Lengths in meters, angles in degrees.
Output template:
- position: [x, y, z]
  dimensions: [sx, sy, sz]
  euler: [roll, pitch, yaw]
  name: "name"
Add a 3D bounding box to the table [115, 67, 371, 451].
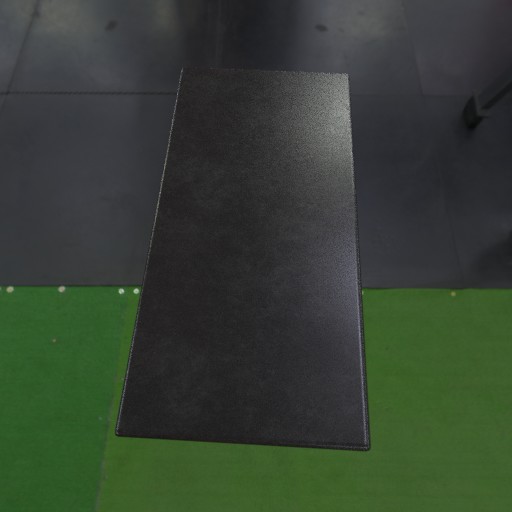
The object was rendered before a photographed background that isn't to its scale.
- position: [0.000, 0.000, 1.459]
  dimensions: [0.580, 0.487, 1.171]
  euler: [3, 64, 1]
  name: "table"
